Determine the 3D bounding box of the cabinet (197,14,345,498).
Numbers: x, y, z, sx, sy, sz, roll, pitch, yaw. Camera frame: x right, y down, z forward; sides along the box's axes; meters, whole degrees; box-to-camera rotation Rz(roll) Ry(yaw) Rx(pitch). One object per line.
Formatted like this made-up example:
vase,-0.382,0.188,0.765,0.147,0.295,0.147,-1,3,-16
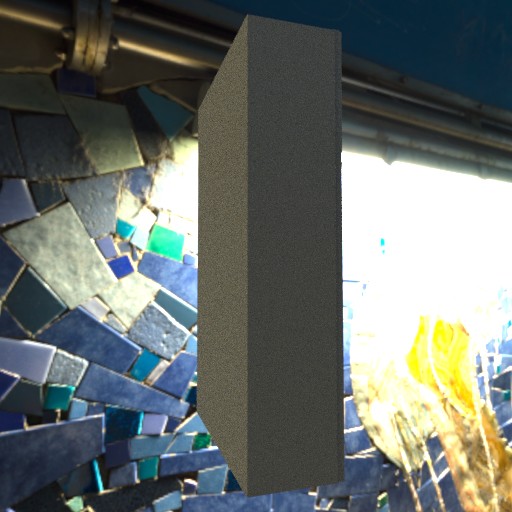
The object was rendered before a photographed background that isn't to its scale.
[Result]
cabinet,0.000,0.000,2.639,0.480,2.160,1.250,1,-2,-18
